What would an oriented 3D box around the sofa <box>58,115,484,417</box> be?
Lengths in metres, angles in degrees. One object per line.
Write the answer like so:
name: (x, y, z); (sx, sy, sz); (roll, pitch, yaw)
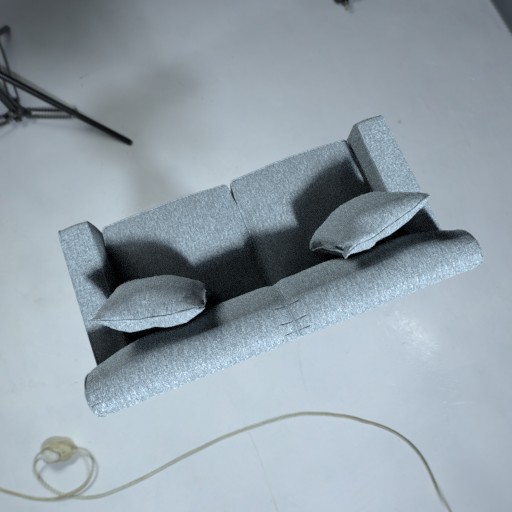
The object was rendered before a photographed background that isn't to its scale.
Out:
sofa: (0.000, 0.000, 2.396); (1.846, 0.958, 0.998); (-21, 77, -5)
